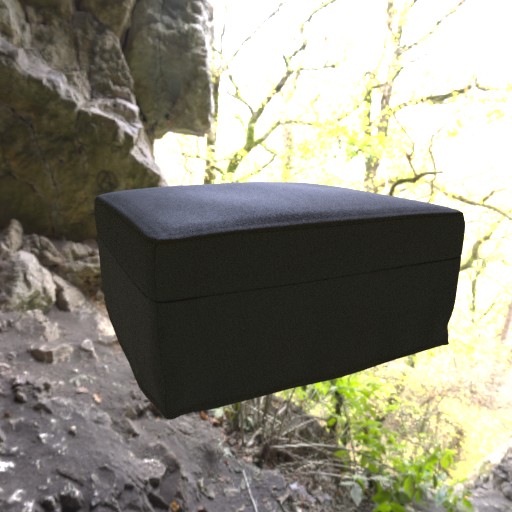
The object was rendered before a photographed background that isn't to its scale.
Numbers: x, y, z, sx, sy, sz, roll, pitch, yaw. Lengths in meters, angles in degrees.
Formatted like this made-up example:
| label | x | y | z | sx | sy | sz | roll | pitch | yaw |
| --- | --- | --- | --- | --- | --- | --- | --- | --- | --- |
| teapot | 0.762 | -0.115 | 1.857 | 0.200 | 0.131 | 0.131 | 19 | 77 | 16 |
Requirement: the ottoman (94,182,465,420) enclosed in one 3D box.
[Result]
| label | x | y | z | sx | sy | sz | roll | pitch | yaw |
| --- | --- | --- | --- | --- | --- | --- | --- | --- | --- |
| ottoman | 0.000 | 0.000 | 1.357 | 0.843 | 0.441 | 0.842 | -7 | 15 | -25 |
